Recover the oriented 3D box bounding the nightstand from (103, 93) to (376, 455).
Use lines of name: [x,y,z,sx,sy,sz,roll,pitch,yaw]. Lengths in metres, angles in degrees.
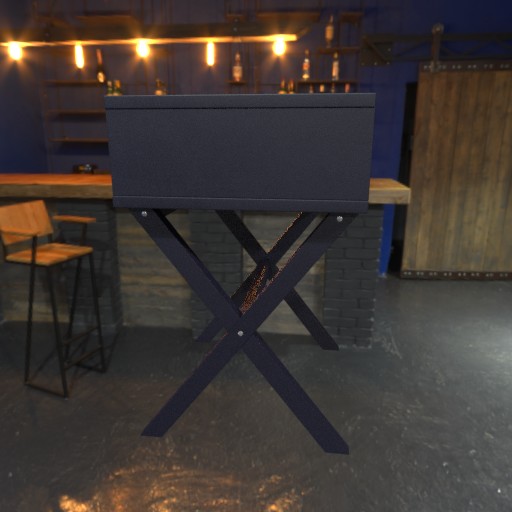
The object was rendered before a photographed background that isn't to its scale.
nightstand: [0.000,0.000,0.956,0.402,0.623,0.479,2,16,7]
